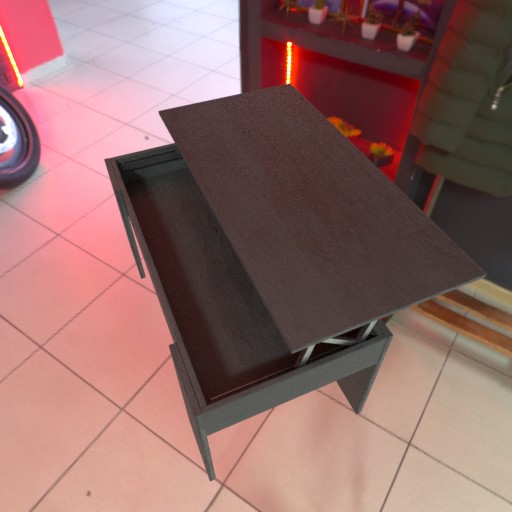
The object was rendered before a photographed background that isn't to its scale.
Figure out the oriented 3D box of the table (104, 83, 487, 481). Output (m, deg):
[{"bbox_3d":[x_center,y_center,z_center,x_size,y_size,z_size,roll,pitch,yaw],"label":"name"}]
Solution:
[{"bbox_3d":[0.000,0.000,1.430,0.711,0.570,1.000,-18,50,-16],"label":"table"}]
